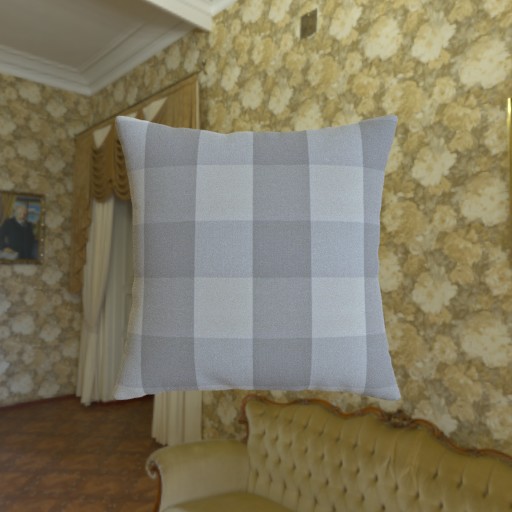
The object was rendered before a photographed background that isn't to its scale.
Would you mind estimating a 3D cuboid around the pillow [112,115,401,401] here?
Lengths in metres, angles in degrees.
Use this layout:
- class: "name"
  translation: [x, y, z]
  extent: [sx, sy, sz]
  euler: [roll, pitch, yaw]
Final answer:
- class: "pillow"
  translation: [0.000, 0.000, 0.793]
  extent: [0.511, 0.509, 0.161]
  euler: [0, -2, 1]
